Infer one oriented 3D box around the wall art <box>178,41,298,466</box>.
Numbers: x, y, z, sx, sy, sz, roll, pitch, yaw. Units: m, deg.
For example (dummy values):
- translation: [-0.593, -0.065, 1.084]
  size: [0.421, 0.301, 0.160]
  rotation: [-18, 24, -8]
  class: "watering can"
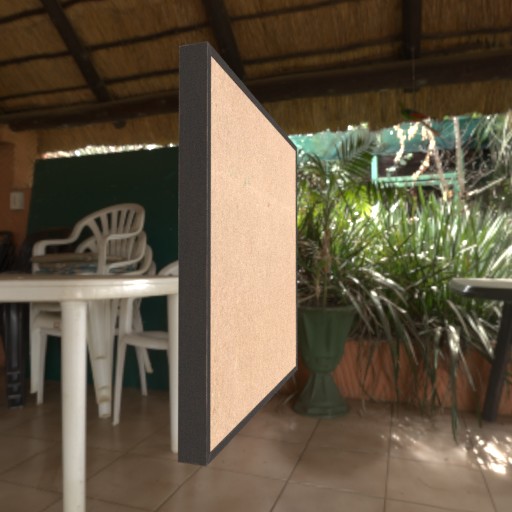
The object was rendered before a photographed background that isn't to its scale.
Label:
- translation: [0.000, 0.000, 0.777]
  size: [0.038, 0.508, 0.508]
  rotation: [0, -1, 18]
  class: "wall art"
